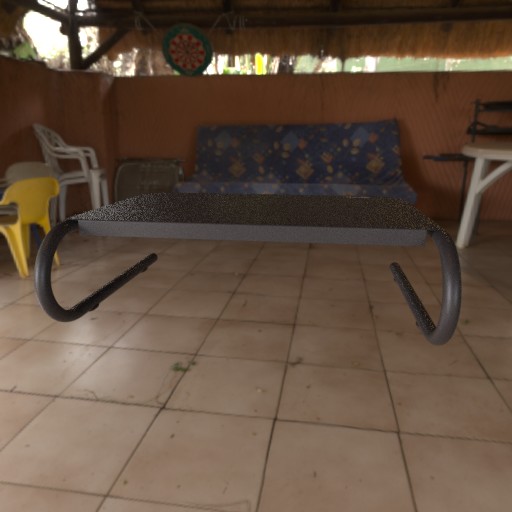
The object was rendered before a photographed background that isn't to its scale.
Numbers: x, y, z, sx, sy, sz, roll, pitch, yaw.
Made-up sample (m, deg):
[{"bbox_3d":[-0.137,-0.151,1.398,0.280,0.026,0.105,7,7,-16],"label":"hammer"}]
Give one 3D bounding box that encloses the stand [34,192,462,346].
[{"bbox_3d":[0.000,0.000,0.508,0.370,0.108,0.280,2,15,8],"label":"stand"}]
